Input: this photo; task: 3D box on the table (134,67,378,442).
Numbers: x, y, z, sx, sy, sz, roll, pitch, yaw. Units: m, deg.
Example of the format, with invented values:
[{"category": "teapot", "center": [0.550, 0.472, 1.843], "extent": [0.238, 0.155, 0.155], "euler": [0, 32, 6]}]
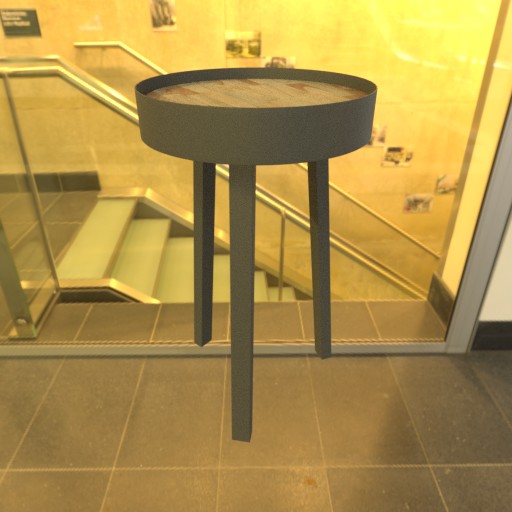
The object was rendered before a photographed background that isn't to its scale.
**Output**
[{"category": "table", "center": [0.000, 0.000, 0.932], "extent": [0.406, 0.686, 0.406], "euler": [-10, 32, -17]}]
